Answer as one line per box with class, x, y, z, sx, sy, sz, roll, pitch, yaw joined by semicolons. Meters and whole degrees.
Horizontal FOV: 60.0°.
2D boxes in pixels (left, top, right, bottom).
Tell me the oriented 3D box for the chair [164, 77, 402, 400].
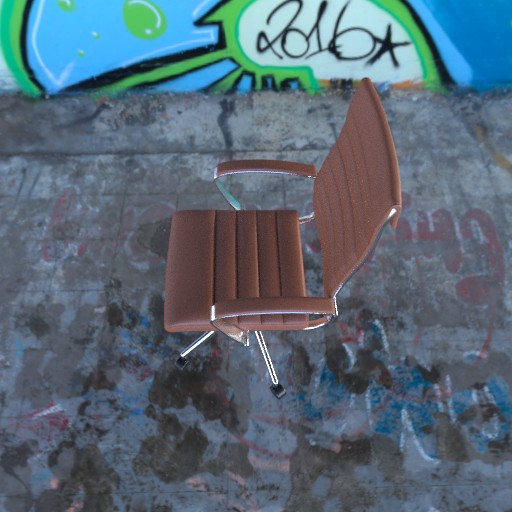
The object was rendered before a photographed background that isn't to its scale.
chair;0.000;0.000;1.582;0.739;1.149;0.766;-2;60;-1
